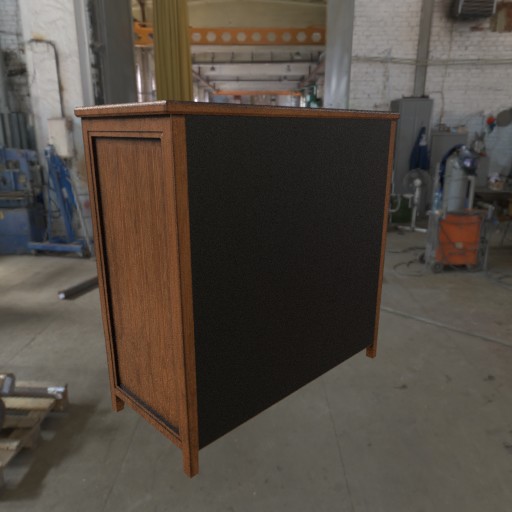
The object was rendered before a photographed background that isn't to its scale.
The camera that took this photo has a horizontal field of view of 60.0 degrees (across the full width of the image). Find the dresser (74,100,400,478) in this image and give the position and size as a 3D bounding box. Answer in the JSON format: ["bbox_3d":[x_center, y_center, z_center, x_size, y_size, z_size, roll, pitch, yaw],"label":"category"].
[{"bbox_3d":[0.000,0.000,1.952,1.250,1.224,0.591,-15,22,-42],"label":"dresser"}]
